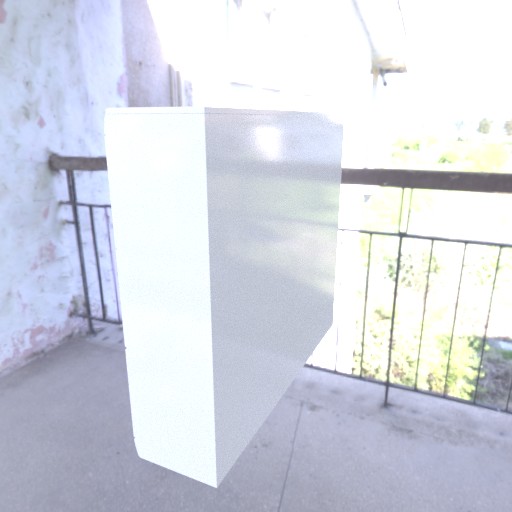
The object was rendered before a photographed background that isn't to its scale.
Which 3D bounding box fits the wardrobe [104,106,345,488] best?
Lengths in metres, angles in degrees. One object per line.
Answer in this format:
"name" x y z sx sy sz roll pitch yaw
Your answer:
"wardrobe" 0.000 0.000 1.930 0.360 1.200 1.340 8 19 24
